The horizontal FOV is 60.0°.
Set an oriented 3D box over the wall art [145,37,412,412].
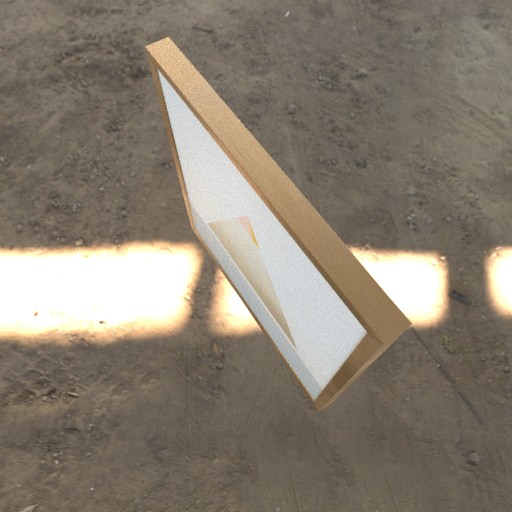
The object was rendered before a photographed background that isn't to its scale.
[{"bbox_3d":[0.000,0.000,0.765,0.038,0.511,0.513,-31,67,-14],"label":"wall art"}]
